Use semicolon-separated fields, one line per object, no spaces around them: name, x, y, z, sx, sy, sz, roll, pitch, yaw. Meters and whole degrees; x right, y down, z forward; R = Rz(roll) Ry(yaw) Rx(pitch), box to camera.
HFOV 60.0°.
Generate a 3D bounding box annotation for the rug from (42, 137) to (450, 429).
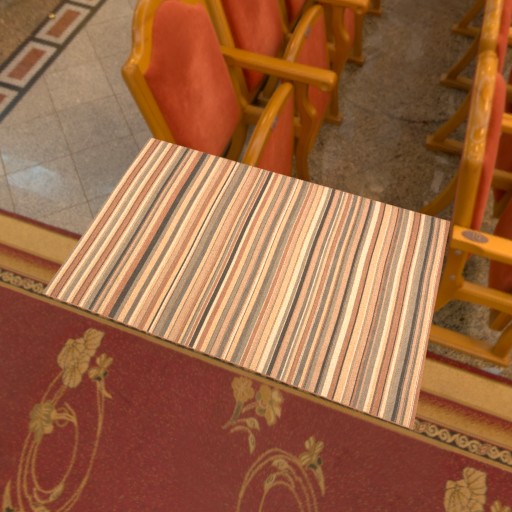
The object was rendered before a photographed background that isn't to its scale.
rug;0.000;0.000;3.067;2.438;0.014;1.523;18;61;10
